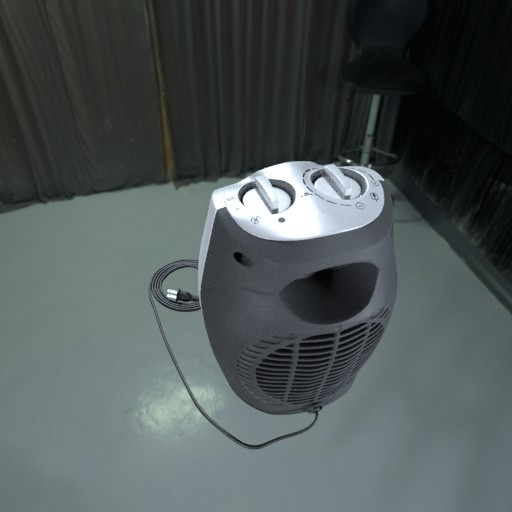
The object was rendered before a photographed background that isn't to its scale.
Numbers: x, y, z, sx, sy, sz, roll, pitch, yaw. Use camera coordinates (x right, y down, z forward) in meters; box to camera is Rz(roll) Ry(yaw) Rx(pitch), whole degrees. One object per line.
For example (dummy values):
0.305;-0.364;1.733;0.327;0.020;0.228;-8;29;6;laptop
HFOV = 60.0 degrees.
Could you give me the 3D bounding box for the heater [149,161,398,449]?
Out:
0.000;0.000;0.467;0.239;0.240;0.291;-12;44;-13;heater
